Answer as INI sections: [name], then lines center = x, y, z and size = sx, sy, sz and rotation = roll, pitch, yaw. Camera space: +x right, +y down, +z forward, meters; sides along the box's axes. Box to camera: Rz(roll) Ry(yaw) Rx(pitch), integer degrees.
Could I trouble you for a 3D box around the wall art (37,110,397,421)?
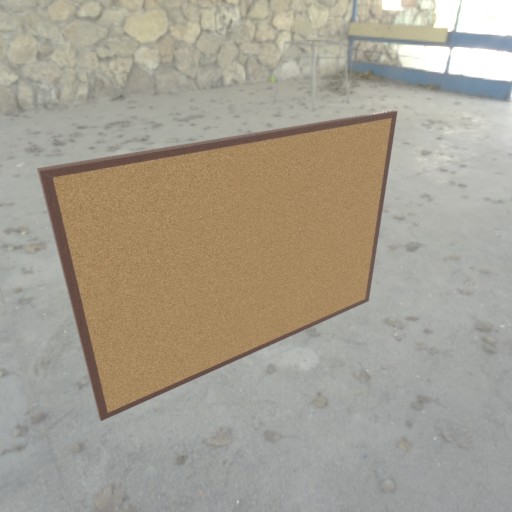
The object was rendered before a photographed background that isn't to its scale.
[wall art]
center = 0.000, 0.000, 0.829
size = 0.660, 0.455, 0.014
rotation = -18, 34, -29
